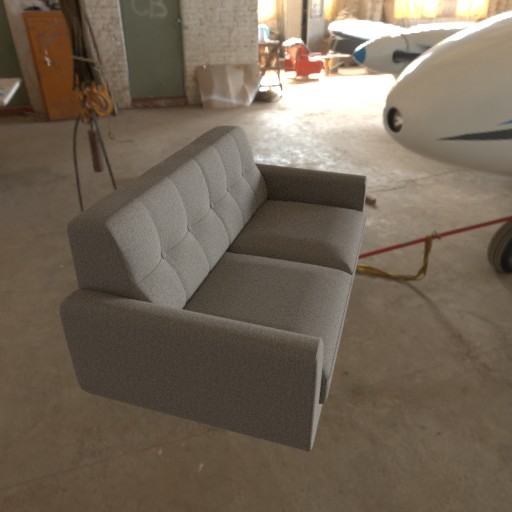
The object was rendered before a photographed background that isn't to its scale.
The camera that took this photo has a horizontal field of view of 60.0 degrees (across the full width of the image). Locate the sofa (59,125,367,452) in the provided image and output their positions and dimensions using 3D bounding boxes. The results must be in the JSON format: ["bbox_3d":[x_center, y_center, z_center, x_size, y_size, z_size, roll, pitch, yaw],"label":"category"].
[{"bbox_3d":[0.000,0.000,2.178,0.952,0.925,1.651,9,31,15],"label":"sofa"}]
